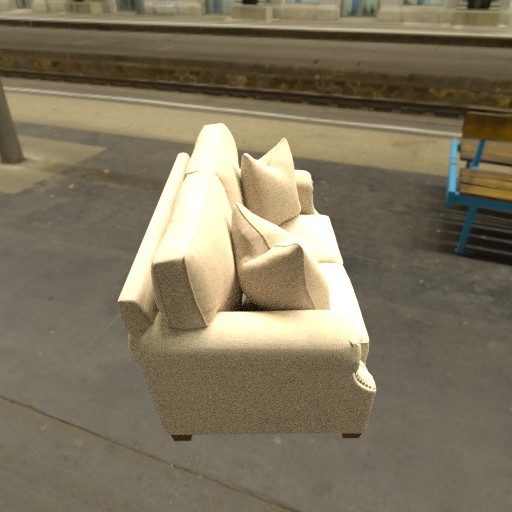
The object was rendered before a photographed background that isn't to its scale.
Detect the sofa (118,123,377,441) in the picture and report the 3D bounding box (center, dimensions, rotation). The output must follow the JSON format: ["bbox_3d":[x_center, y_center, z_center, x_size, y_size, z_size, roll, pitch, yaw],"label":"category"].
[{"bbox_3d":[0.000,0.000,2.314,0.966,0.966,1.701,0,32,0],"label":"sofa"}]
